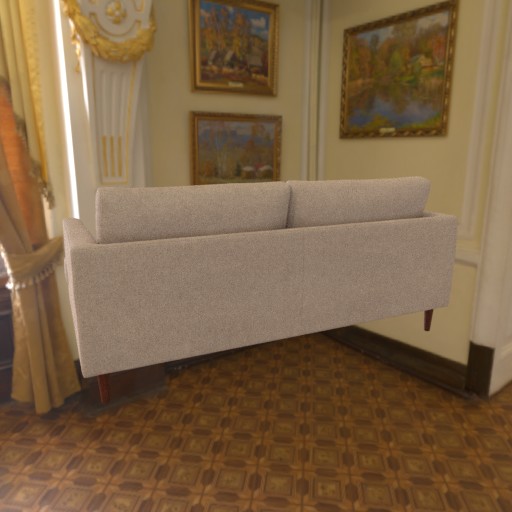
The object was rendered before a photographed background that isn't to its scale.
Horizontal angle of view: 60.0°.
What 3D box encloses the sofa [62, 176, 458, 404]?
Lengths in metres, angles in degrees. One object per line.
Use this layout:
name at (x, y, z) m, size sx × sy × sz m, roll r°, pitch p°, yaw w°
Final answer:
sofa at (0.000, 0.000, 2.465) m, size 1.948 × 0.868 × 1.020 m, roll -6°, pitch 15°, yaw -24°
